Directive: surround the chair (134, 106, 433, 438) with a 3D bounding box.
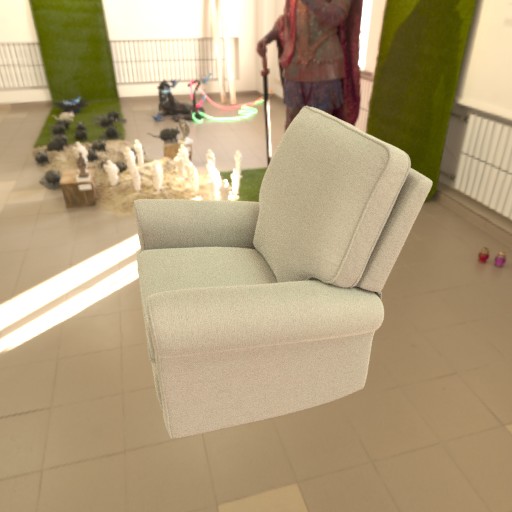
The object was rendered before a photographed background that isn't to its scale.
[{"bbox_3d":[0.000,0.000,1.672,0.878,0.960,0.890,-8,32,-14],"label":"chair"}]
